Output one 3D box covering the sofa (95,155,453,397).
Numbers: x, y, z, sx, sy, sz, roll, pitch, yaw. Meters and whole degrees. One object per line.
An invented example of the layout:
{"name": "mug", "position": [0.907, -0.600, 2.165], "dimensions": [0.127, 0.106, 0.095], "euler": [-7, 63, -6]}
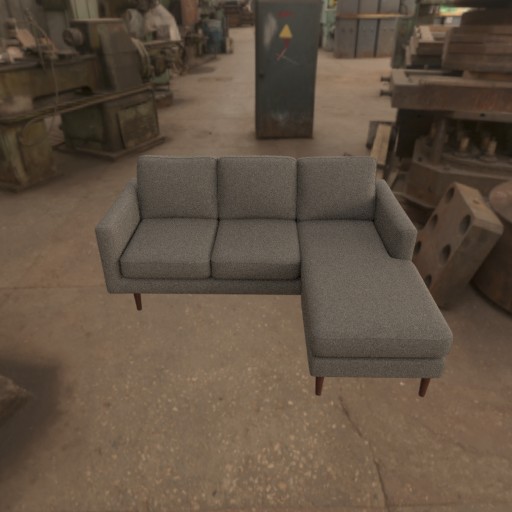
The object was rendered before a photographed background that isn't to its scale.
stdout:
{"name": "sofa", "position": [0.000, 0.000, 2.956], "dimensions": [2.055, 0.957, 1.667], "euler": [0, 31, 1]}
